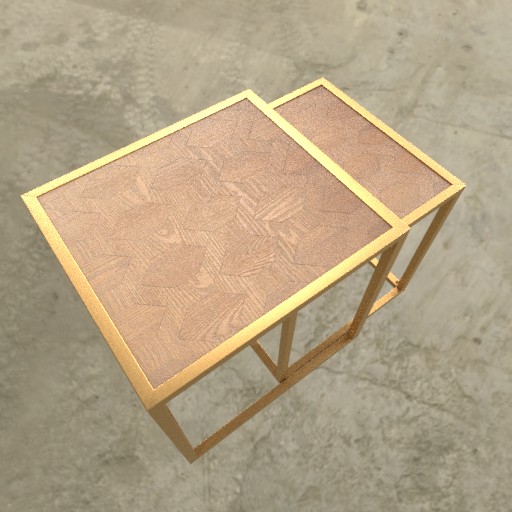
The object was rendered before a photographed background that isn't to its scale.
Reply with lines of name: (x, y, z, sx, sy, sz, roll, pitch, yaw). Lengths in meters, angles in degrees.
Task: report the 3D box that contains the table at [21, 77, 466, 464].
table: (0.000, 0.000, 1.078, 0.762, 0.505, 0.505, -32, 63, -19)
